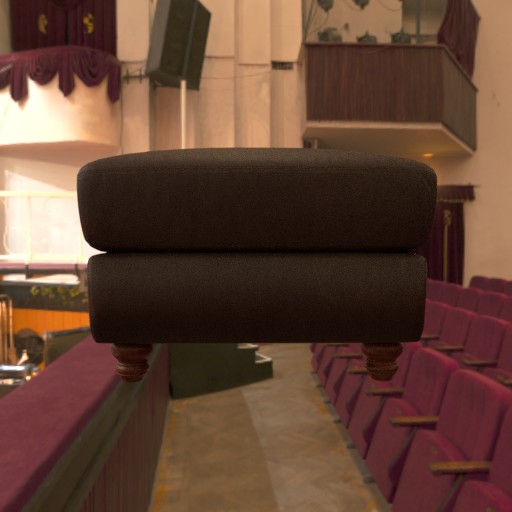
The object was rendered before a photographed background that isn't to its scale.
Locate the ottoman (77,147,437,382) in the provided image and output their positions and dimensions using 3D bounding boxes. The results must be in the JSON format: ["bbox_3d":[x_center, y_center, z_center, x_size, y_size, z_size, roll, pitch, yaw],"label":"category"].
[{"bbox_3d":[0.000,0.000,1.275,0.806,0.569,0.670,0,1,-1],"label":"ottoman"}]
